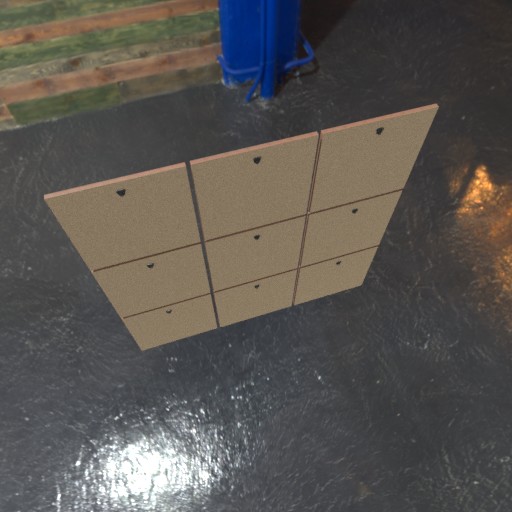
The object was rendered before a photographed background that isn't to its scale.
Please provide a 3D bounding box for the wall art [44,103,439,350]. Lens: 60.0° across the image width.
[{"bbox_3d":[0.000,0.000,1.360,0.906,0.904,0.018,-15,60,-9],"label":"wall art"}]
